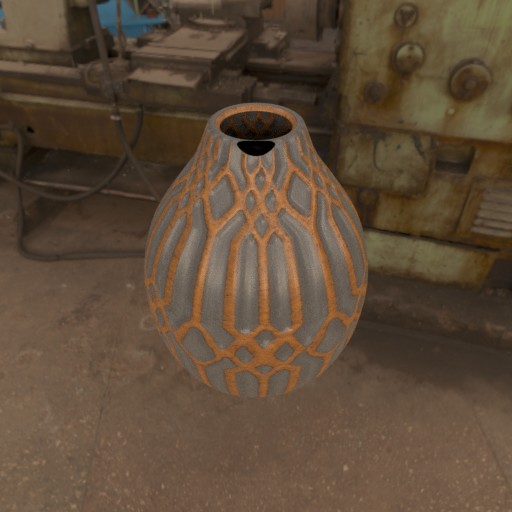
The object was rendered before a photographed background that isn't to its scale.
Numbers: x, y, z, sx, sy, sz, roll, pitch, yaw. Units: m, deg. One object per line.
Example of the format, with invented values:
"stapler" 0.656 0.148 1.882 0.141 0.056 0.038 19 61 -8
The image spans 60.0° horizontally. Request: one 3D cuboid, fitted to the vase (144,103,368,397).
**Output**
"vase" 0.000 0.000 0.137 0.069 0.088 0.069 0 41 0
